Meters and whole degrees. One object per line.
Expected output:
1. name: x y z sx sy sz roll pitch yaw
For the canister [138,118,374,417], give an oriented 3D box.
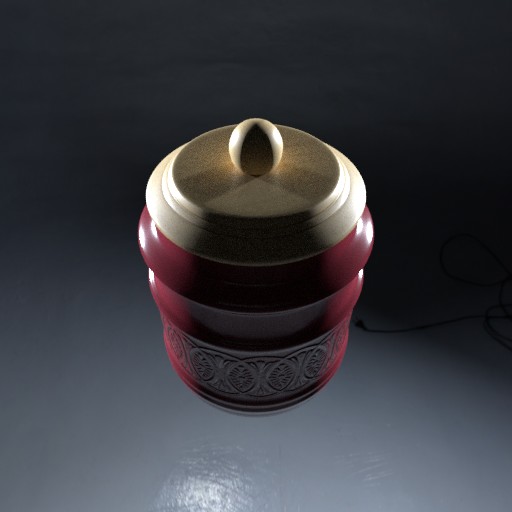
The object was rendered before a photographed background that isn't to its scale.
1. canister: 0.000 0.000 0.269 0.130 0.176 0.130 0 46 0
